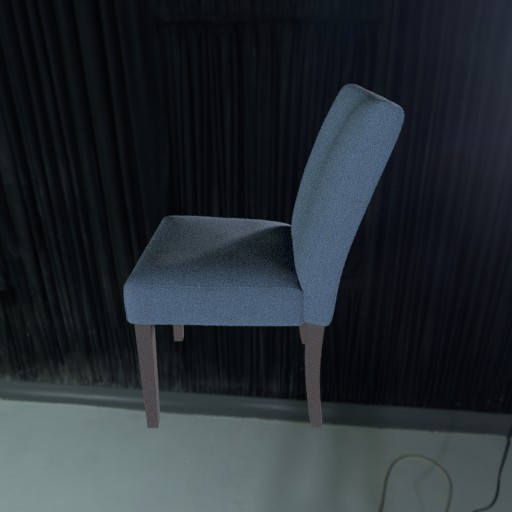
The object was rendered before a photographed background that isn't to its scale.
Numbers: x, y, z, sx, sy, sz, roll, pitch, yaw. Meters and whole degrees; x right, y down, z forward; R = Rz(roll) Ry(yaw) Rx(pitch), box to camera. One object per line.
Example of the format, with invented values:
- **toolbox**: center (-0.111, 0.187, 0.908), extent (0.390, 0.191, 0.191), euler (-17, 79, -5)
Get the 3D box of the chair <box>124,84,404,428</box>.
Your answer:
- **chair**: center (0.000, 0.000, 1.254), extent (0.629, 0.882, 0.487), euler (1, 26, 1)
